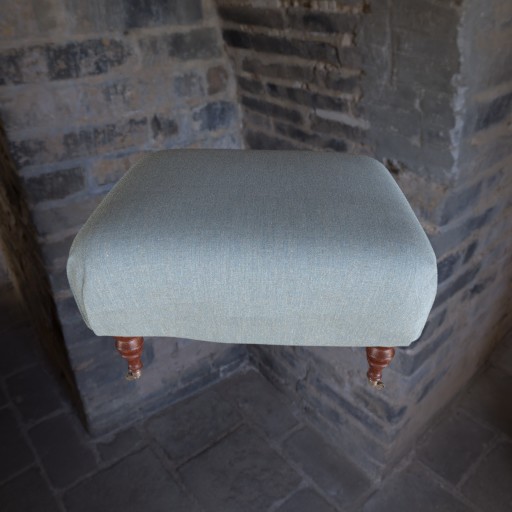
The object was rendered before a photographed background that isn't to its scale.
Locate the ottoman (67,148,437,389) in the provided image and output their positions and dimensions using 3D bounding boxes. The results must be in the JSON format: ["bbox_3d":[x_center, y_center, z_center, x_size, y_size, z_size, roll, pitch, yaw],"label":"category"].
[{"bbox_3d":[0.000,0.000,1.148,0.747,0.450,0.622,1,31,2],"label":"ottoman"}]
